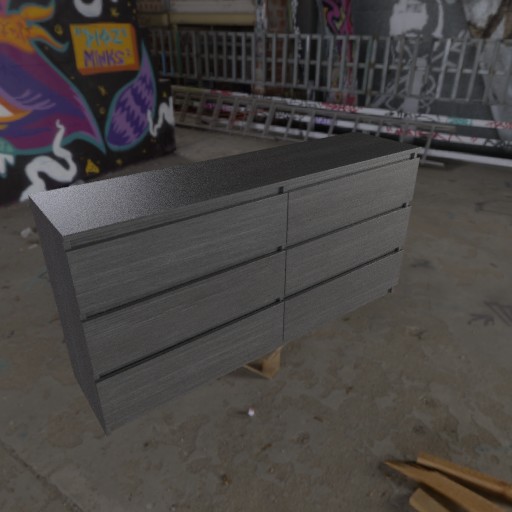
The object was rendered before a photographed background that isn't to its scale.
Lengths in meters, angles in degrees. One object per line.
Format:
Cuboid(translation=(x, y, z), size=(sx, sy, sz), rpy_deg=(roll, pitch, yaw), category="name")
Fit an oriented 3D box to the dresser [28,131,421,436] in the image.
Cuboid(translation=(0.000, 0.000, 1.936), size=(1.590, 0.795, 0.400), rpy_deg=(-19, 34, -32), category="dresser")
